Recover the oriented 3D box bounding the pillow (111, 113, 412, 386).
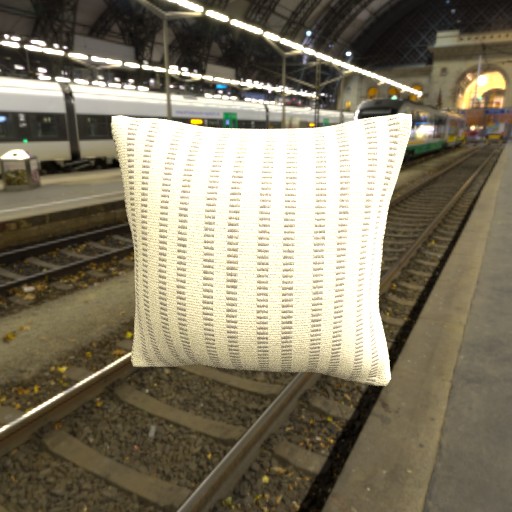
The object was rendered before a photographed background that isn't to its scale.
[{"bbox_3d":[0.000,0.000,0.687,0.438,0.419,0.247,2,16,8],"label":"pillow"}]
